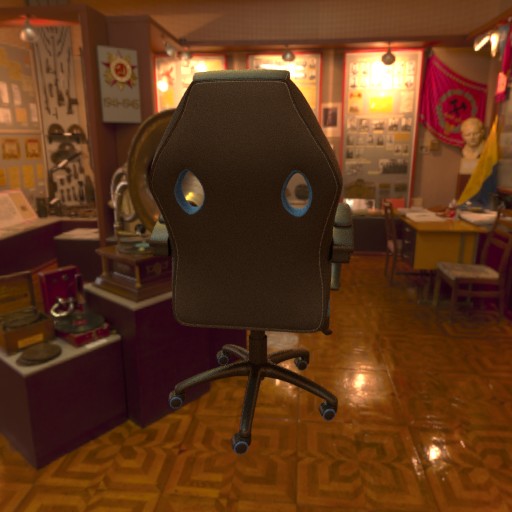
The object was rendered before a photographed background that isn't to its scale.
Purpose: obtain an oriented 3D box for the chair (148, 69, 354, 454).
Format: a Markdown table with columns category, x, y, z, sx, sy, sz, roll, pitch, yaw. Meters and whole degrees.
| category | x | y | z | sx | sy | sz | roll | pitch | yaw |
| --- | --- | --- | --- | --- | --- | --- | --- | --- | --- |
| chair | 0.000 | 0.000 | 1.631 | 0.673 | 1.187 | 0.724 | 2 | 15 | 8 |
